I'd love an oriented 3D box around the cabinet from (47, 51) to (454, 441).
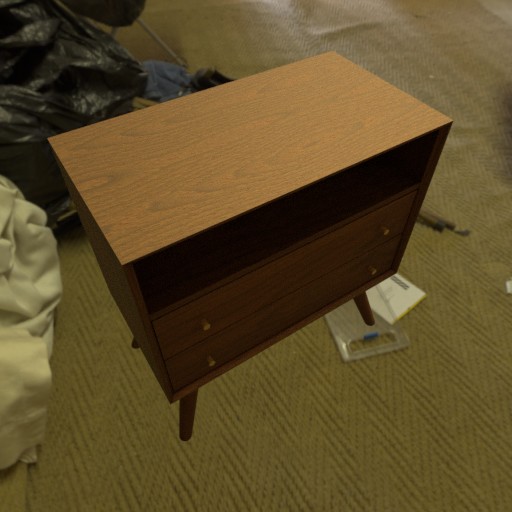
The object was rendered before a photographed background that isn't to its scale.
[{"bbox_3d":[0.000,0.000,1.153,0.712,0.748,0.388,-26,53,-21],"label":"cabinet"}]
